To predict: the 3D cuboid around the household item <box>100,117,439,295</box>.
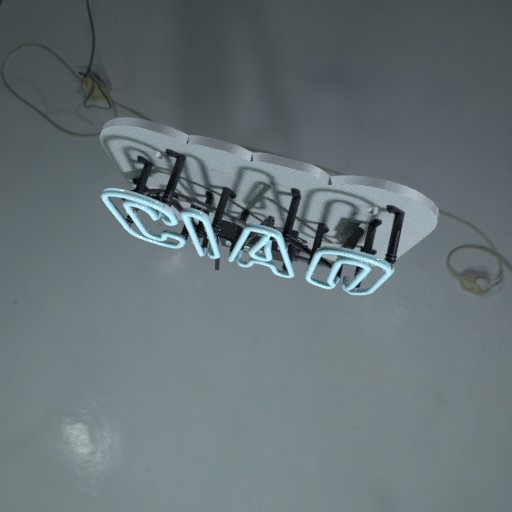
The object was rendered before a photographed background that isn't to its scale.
[{"bbox_3d":[0.000,0.000,0.376,0.211,0.294,0.042,15,76,4],"label":"household item"}]
